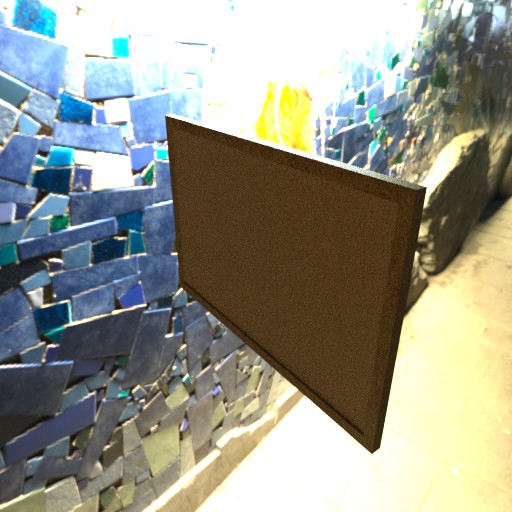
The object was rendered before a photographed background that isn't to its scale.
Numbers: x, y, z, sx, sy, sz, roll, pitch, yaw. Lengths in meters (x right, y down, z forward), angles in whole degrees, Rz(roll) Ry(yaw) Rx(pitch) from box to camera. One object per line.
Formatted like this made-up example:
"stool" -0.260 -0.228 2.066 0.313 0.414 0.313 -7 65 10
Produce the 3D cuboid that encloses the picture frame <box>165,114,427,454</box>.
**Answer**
"picture frame" 0.000 0.000 1.200 0.029 0.621 0.922 -18 32 -32
